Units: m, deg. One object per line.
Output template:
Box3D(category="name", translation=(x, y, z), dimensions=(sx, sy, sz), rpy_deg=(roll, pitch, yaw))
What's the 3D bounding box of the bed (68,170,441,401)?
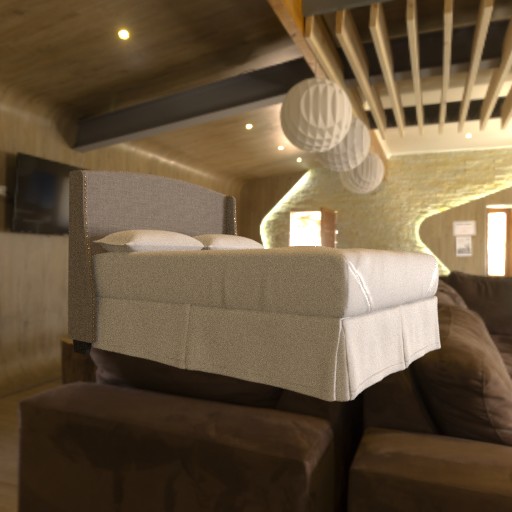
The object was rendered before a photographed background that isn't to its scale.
Box3D(category="bed", translation=(0.000, 0.000, 3.292), dimensions=(2.237, 1.407, 1.710), rpy_deg=(0, 0, 37))
